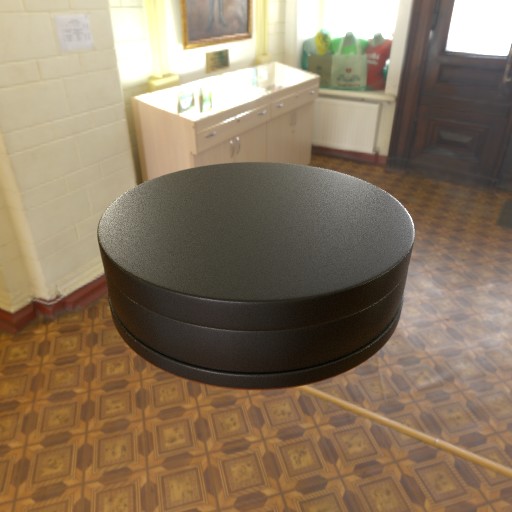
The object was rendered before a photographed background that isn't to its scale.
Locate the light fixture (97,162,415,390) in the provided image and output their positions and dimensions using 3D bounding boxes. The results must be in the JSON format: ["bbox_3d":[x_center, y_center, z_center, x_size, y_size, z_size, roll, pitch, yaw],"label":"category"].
[{"bbox_3d":[0.000,0.000,0.433,0.283,0.097,0.283,0,30,0],"label":"light fixture"}]
